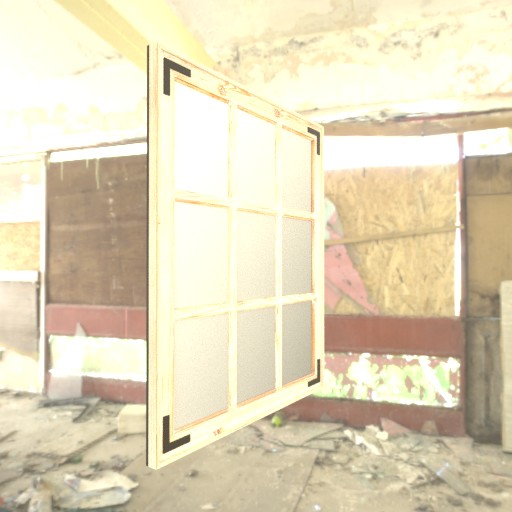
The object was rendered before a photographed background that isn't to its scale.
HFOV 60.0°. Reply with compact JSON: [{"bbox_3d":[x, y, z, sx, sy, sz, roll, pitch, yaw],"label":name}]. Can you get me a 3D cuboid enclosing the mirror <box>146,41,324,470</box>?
[{"bbox_3d":[0.000,0.000,1.215,0.032,0.882,0.730,0,-1,37],"label":"mirror"}]
